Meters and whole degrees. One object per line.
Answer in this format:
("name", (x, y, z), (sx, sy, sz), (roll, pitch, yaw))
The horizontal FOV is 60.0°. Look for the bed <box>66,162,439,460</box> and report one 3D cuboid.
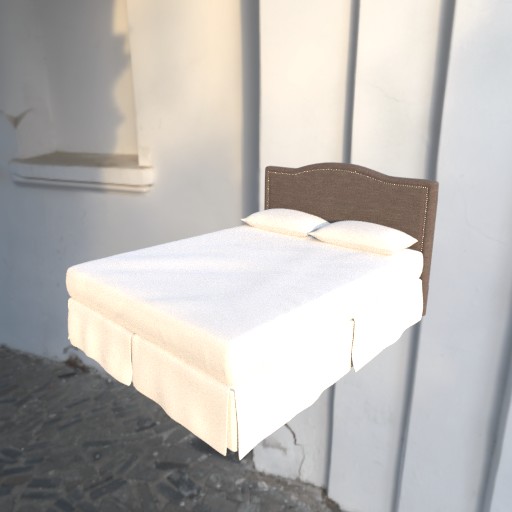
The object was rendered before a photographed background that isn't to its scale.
("bed", (0.000, 0.000, 3.927), (2.161, 1.457, 2.689), (15, 23, 41))
